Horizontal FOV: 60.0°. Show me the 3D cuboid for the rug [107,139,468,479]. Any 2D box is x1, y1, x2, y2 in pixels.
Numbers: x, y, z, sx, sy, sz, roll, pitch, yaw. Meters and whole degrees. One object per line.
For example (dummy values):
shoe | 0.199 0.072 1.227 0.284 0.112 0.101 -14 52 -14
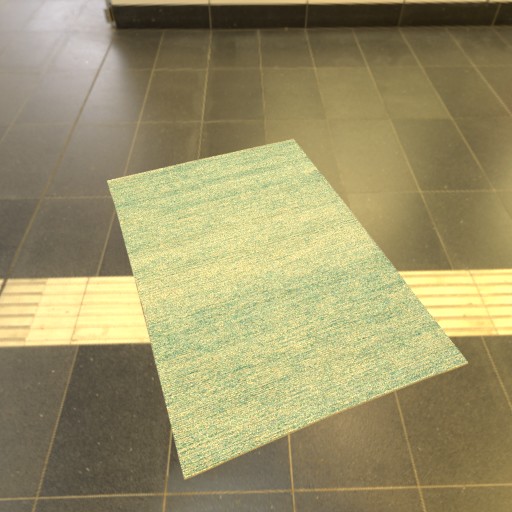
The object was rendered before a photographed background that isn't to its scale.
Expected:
rug | 0.000 0.000 2.918 1.593 0.029 2.305 -16 50 -14
